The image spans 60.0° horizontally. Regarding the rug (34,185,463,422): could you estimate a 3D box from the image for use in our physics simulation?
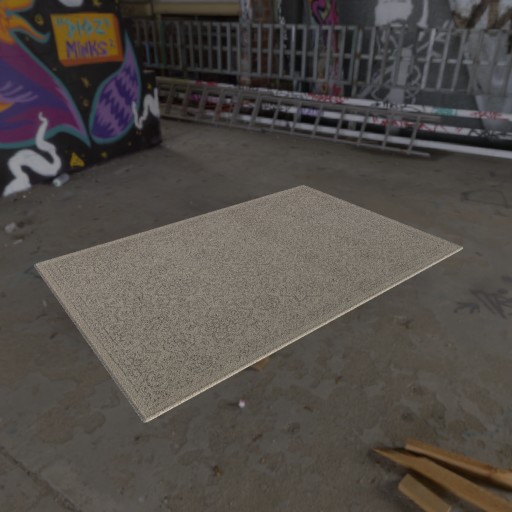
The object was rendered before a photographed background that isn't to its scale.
[{"bbox_3d":[0.000,0.000,2.259,1.829,0.010,1.219,-21,35,-33],"label":"rug"}]
